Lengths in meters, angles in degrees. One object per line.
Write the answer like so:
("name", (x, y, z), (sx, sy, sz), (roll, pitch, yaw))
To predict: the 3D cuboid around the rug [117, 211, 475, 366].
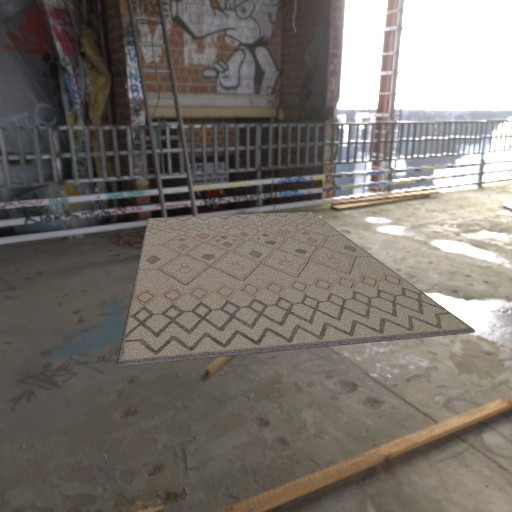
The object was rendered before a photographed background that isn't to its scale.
("rug", (0.000, 0.000, 2.956), (1.524, 0.015, 2.438), (-3, 19, -10))
